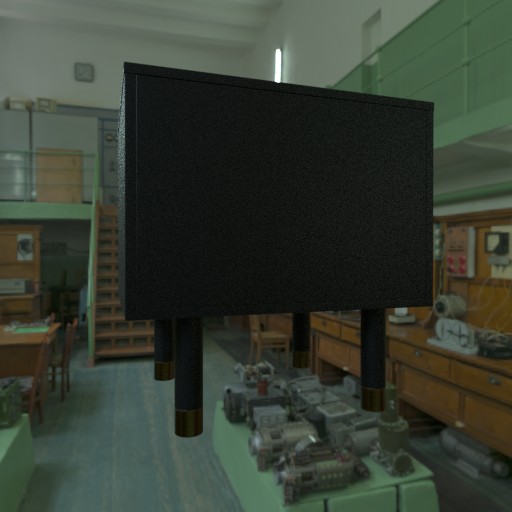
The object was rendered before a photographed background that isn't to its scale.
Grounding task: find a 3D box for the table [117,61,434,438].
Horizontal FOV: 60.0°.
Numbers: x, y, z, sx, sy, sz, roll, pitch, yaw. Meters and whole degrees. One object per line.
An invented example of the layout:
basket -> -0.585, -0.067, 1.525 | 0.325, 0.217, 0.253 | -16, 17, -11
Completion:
table -> 0.000, 0.000, 0.961 | 0.564, 0.584, 0.441 | 0, 0, -19
